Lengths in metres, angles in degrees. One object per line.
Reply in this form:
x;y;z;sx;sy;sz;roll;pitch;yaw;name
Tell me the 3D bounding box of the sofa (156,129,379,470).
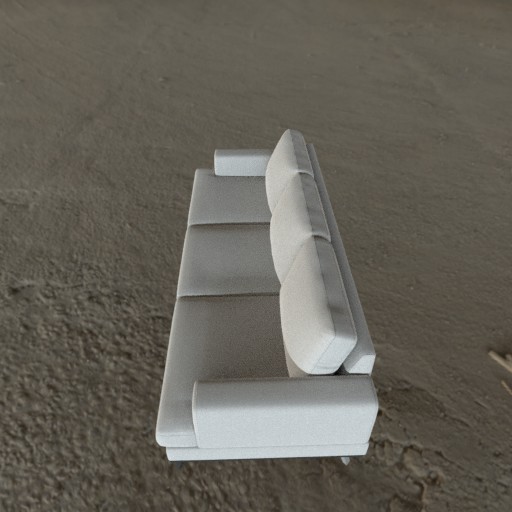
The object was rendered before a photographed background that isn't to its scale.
0.000;0.000;2.717;0.920;0.810;2.310;-1;39;-1;sofa
